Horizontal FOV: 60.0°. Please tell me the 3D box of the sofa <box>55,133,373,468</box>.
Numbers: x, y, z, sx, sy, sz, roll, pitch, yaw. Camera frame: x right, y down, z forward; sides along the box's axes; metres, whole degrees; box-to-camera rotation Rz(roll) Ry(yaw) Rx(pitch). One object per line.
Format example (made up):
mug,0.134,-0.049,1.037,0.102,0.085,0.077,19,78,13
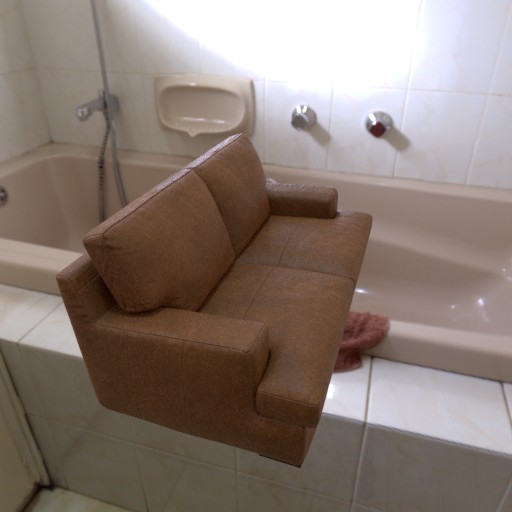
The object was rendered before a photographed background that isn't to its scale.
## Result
sofa,0.000,0.000,2.526,1.144,0.966,1.880,10,32,16
